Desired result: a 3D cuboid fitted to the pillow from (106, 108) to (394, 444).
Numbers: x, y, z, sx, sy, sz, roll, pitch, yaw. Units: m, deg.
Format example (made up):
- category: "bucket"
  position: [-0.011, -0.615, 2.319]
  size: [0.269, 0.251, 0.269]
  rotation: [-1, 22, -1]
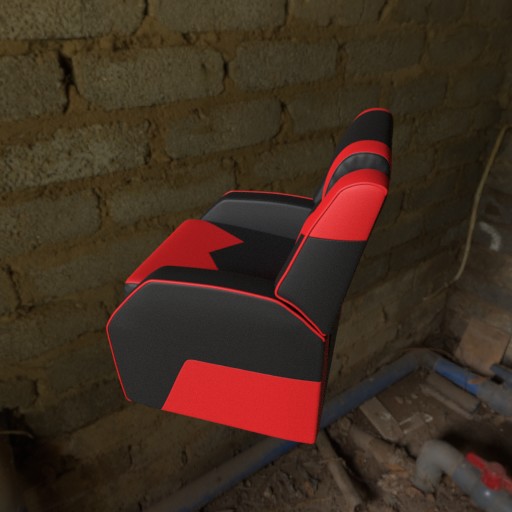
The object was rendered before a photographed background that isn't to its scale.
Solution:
- category: "pillow"
  position: [0.000, 0.000, 1.299]
  size: [0.672, 0.805, 0.620]
  rotation: [8, 30, 14]
